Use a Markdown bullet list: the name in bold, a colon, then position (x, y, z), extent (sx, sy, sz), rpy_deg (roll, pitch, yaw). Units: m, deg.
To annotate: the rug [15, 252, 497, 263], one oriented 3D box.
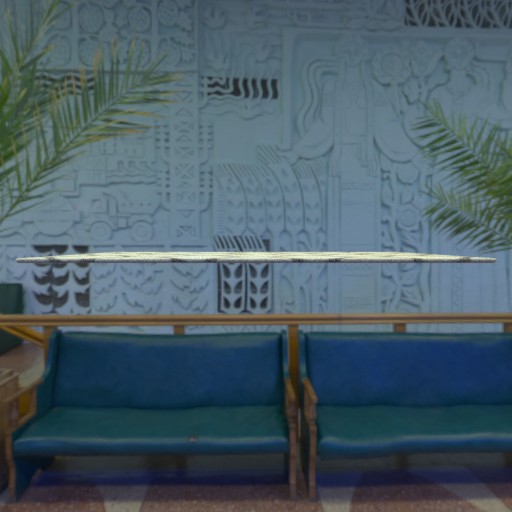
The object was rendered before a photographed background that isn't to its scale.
- **rug**: position (0.000, 0.000, 3.368), extent (2.701, 0.026, 1.801), rpy_deg (0, 2, 0)
